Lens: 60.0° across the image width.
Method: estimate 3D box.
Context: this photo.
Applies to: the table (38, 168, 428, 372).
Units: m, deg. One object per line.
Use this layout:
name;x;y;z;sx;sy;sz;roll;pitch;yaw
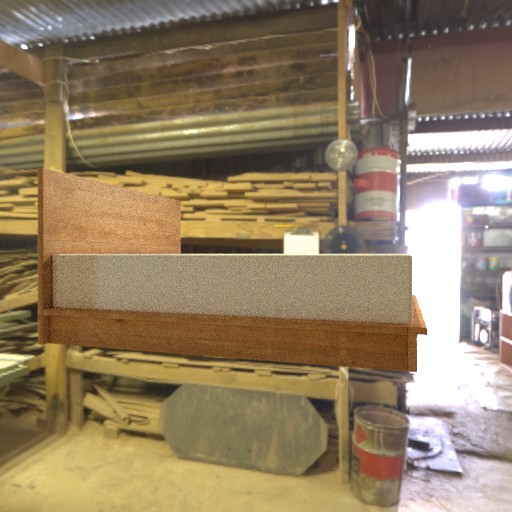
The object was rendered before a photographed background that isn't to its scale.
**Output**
table;0.000;0.000;3.087;2.149;1.041;1.707;0;0;18
